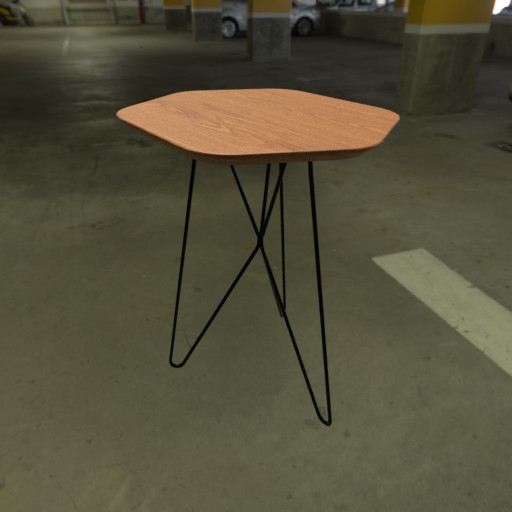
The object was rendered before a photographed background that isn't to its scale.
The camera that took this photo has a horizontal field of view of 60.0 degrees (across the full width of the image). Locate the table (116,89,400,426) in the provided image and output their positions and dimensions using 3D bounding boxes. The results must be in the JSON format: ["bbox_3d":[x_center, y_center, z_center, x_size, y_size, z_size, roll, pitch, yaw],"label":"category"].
[{"bbox_3d":[0.000,0.000,0.892,0.400,0.562,0.500,-21,36,-31],"label":"table"}]
